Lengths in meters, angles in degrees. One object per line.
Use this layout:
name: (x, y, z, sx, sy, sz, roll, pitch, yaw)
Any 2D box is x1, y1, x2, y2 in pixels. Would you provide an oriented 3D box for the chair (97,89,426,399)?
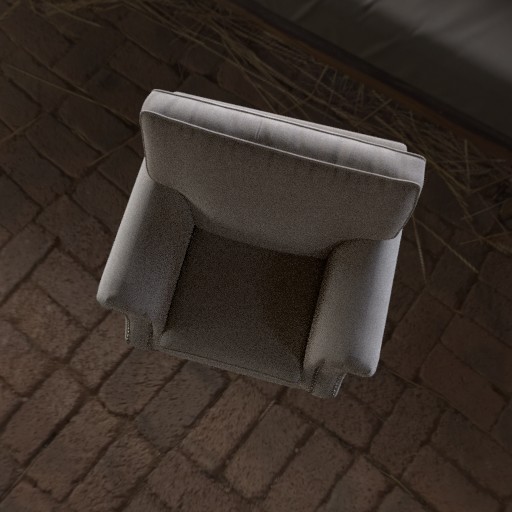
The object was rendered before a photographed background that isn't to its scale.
chair: (0.000, 0.000, 1.834, 1.092, 0.961, 0.965, 14, 76, 4)
